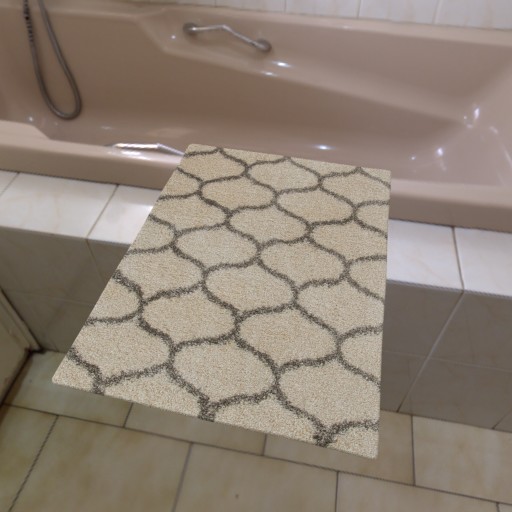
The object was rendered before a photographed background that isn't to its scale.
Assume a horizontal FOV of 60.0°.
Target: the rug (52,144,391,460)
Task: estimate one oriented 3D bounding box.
[{"bbox_3d":[0.000,0.000,2.080,1.200,0.025,1.600,10,49,9],"label":"rug"}]
